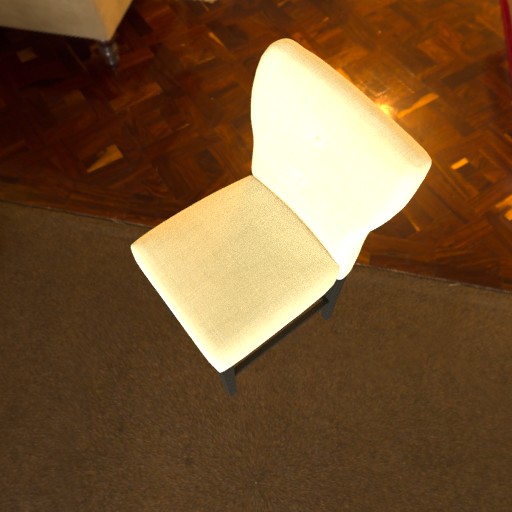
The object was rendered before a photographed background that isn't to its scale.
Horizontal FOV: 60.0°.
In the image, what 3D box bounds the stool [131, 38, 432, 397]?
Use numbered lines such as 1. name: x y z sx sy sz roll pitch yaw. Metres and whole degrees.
1. stool: 0.000 0.000 1.353 0.603 0.972 0.514 -35 68 -16
